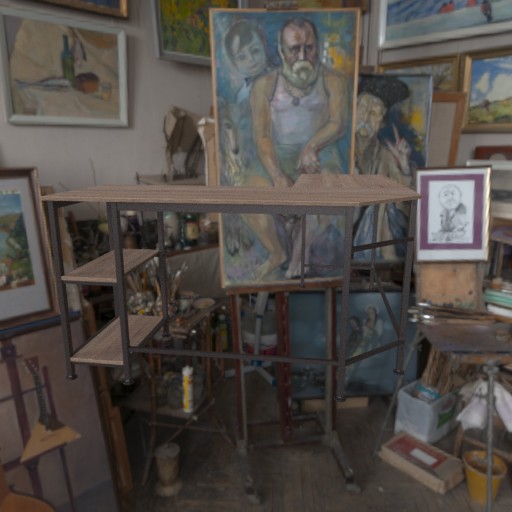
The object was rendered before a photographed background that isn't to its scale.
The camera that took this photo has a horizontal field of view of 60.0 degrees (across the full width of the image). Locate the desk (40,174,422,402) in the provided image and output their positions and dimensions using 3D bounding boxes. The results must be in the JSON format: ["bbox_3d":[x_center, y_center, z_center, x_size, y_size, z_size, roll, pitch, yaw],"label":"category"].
[{"bbox_3d":[0.000,0.000,2.260,1.379,0.739,1.379,2,14,8],"label":"desk"}]
